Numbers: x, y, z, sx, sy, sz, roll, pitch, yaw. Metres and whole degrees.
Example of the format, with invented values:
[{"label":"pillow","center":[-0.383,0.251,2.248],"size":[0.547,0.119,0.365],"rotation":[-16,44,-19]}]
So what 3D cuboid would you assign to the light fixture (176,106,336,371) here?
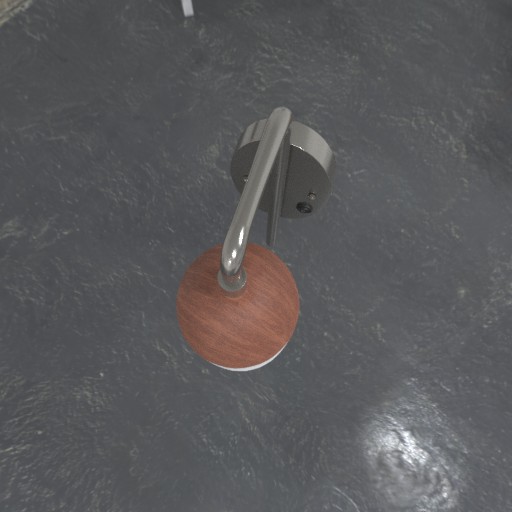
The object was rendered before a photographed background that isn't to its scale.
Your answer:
[{"label":"light fixture","center":[0.000,0.000,0.425],"size":[0.108,0.343,0.216],"rotation":[16,75,5]}]
